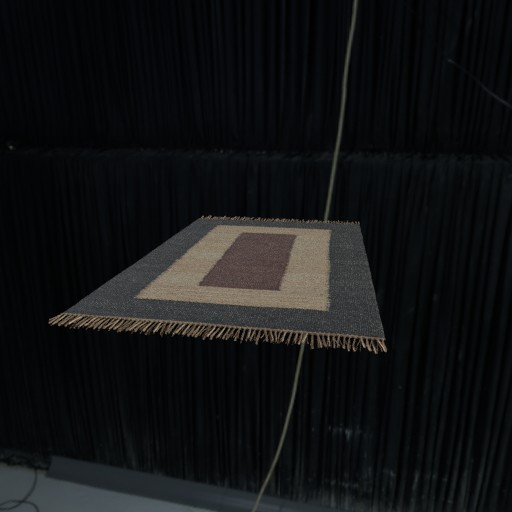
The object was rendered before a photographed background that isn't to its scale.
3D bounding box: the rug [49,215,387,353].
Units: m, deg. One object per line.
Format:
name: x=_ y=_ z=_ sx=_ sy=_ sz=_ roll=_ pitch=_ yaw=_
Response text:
rug: x=0.000 y=0.000 z=2.487 sx=1.224 sy=0.027 sz=2.021 roll=3 pitch=17 yaw=10
